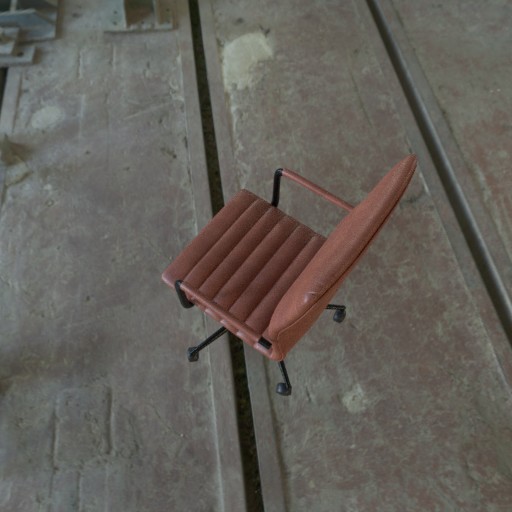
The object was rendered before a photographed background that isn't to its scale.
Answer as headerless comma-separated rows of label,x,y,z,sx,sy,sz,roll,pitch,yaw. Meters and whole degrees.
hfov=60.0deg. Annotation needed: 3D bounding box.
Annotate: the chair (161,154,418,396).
chair,0.000,0.000,1.284,0.578,0.878,0.600,33,67,16
